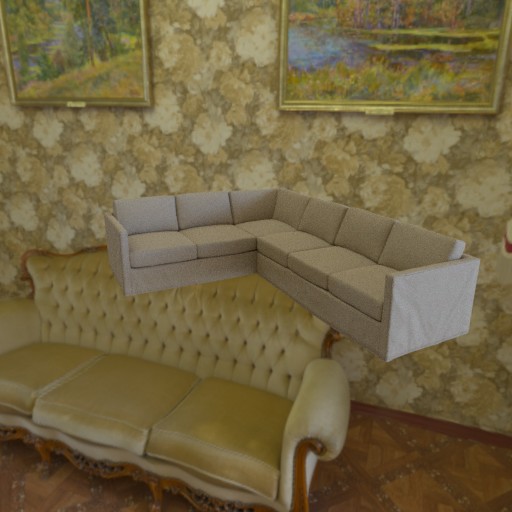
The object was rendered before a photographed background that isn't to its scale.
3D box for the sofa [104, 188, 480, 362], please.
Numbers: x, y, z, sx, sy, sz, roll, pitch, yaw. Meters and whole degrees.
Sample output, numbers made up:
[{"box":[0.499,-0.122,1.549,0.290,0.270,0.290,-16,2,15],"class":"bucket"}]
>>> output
[{"box":[0.000,0.000,4.431,2.432,0.871,3.182,-9,20,-25],"class":"sofa"}]
